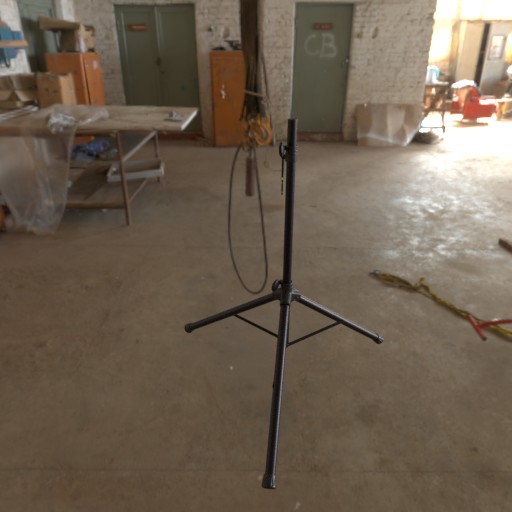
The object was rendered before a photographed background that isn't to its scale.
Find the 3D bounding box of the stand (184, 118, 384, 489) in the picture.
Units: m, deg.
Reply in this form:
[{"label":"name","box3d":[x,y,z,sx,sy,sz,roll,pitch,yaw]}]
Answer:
[{"label":"stand","box3d":[0.000,0.000,1.856,0.907,1.136,1.045,18,31,33]}]
